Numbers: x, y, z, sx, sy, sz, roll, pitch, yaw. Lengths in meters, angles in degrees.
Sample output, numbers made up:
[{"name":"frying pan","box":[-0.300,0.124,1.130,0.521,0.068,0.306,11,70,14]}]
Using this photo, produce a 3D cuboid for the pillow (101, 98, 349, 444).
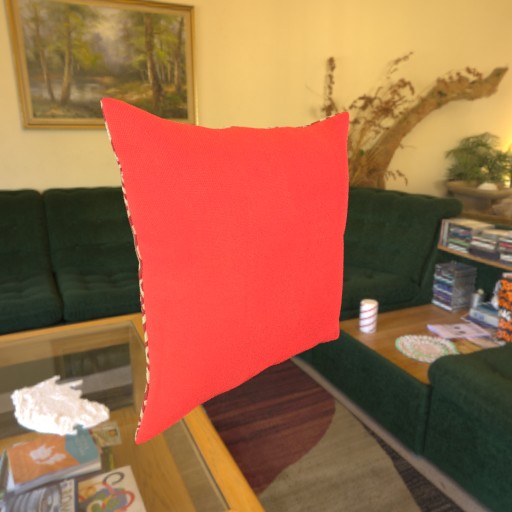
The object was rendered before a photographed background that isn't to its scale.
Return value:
[{"name":"pillow","box":[0.000,0.000,0.787,0.522,0.507,0.192,-14,21,-41]}]
